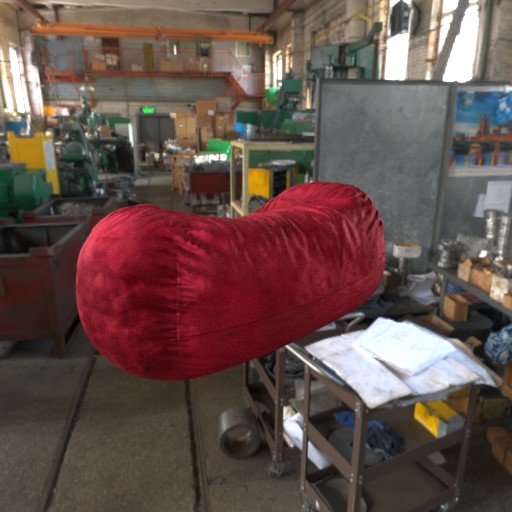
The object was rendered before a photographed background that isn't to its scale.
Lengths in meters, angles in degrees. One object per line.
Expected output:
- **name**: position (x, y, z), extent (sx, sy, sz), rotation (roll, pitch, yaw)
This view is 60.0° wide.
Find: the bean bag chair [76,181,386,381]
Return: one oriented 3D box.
- **bean bag chair**: position (0.000, 0.000, 2.940), extent (2.293, 0.867, 1.216), rotation (-15, 22, -42)
